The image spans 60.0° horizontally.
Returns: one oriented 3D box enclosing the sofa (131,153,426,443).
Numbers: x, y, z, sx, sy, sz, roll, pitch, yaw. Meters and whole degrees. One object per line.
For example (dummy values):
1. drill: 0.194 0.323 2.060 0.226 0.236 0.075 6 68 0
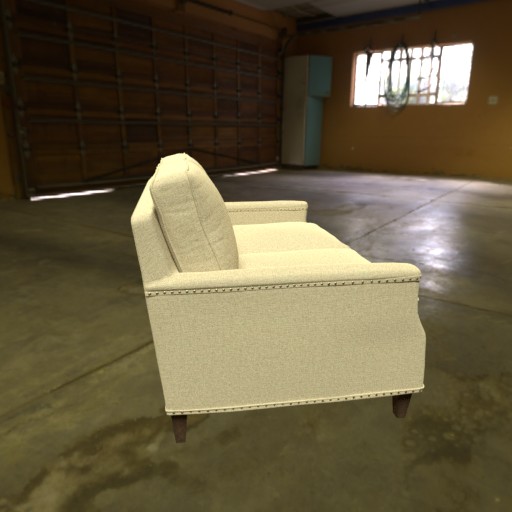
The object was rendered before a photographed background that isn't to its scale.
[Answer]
1. sofa: 0.000 0.000 2.287 1.084 1.003 1.597 -3 16 -9
